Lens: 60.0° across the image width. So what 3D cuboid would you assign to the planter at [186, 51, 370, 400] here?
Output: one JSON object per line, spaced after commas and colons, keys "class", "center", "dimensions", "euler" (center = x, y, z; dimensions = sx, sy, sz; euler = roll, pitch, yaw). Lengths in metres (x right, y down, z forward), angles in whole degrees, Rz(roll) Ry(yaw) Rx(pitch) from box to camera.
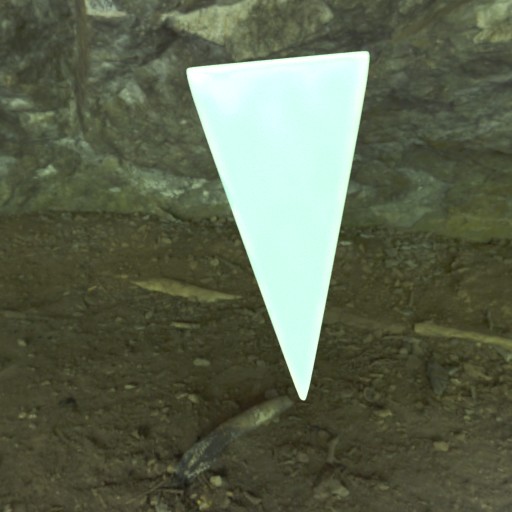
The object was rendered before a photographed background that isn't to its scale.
{"class": "planter", "center": [0.000, 0.000, 0.218], "dimensions": [0.064, 0.178, 0.080], "euler": [-7, 17, -26]}
